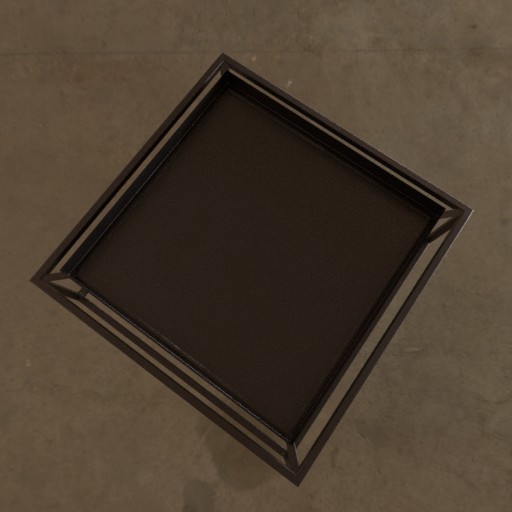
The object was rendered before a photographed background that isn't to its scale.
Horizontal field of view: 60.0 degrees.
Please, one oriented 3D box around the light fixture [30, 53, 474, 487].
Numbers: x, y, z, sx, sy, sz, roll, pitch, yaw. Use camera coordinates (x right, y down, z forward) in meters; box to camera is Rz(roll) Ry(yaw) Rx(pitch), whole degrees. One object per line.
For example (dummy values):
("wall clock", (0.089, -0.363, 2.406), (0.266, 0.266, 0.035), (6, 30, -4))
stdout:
("light fixture", (0.000, 0.000, 0.677), (0.441, 0.191, 0.441), (35, 79, 8))
